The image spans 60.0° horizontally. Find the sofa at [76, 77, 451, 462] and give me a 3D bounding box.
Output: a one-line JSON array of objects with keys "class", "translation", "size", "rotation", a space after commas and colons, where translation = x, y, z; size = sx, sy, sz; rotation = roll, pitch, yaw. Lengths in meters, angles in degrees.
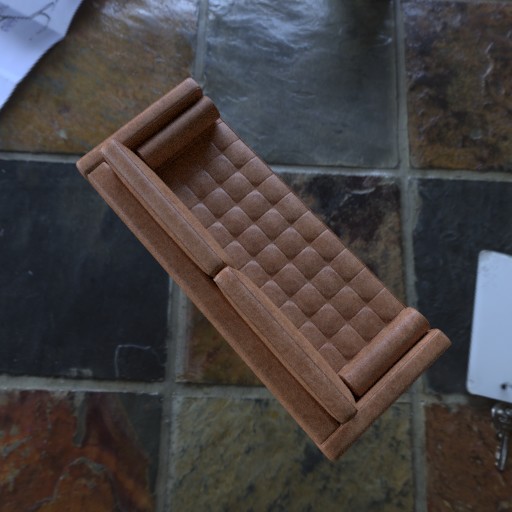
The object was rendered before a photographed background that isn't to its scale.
[{"class": "sofa", "translation": [0.000, 0.000, 2.658], "size": [0.919, 0.770, 2.200], "rotation": [-41, 80, -9]}]
